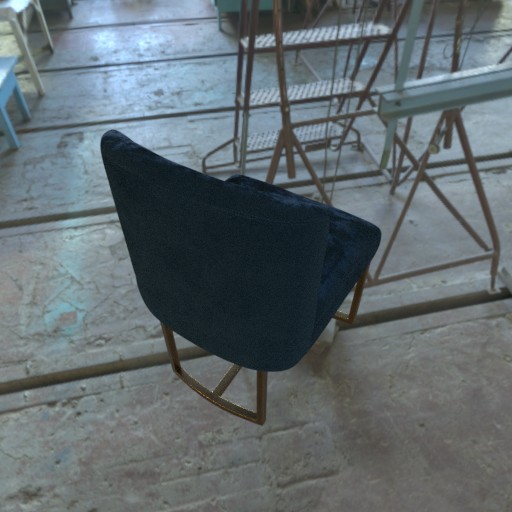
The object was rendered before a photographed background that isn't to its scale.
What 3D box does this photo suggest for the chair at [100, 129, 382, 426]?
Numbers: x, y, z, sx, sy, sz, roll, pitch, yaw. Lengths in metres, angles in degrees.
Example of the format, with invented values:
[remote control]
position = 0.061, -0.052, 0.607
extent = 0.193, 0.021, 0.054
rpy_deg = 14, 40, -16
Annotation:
[chair]
position = 0.000, 0.000, 1.196
extent = 0.530, 0.824, 0.560
rpy_deg = 24, 50, 22
